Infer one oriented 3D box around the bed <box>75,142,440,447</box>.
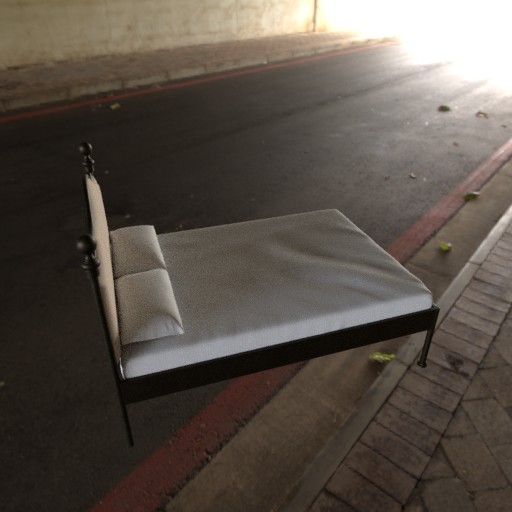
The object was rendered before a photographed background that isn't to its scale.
[{"bbox_3d":[0.000,0.000,3.199,2.170,1.462,1.533,-10,33,-16],"label":"bed"}]
